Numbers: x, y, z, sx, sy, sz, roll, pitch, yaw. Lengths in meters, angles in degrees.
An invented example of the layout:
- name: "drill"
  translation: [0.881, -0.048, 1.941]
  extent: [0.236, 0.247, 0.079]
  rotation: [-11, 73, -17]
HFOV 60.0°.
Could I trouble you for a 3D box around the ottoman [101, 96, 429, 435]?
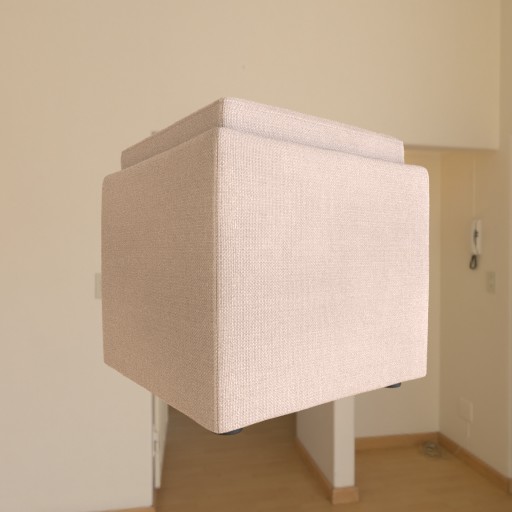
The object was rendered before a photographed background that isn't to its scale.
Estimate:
- name: "ottoman"
  translation: [0.000, 0.000, 0.828]
  extent: [0.451, 0.460, 0.450]
  rotation: [0, 0, -36]
